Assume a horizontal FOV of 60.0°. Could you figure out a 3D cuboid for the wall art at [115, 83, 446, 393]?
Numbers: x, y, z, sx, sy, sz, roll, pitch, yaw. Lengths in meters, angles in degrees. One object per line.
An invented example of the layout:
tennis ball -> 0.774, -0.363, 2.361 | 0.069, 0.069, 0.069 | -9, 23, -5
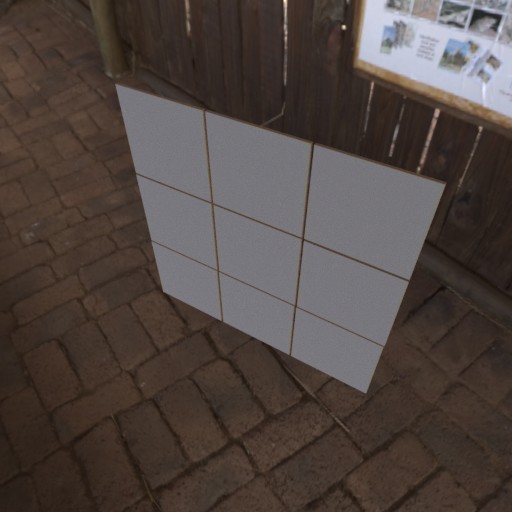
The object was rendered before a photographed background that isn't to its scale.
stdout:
wall art -> 0.000, 0.000, 2.350 | 1.527, 1.521, 0.017 | 23, 50, 21
